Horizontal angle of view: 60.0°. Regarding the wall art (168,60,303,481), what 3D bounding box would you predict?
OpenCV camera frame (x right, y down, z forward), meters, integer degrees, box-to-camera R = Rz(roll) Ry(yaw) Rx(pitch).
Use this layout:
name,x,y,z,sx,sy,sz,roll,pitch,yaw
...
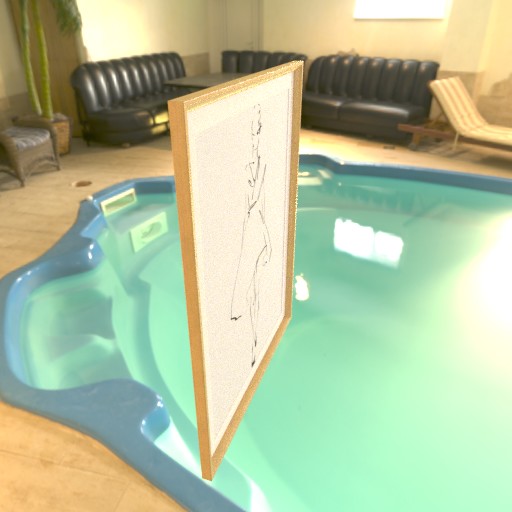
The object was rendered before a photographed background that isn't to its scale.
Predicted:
name,x,y,z,sx,sy,sz,roll,pitch,yaw
wall art,0.000,0.000,1.316,0.030,1.002,0.798,10,30,17
